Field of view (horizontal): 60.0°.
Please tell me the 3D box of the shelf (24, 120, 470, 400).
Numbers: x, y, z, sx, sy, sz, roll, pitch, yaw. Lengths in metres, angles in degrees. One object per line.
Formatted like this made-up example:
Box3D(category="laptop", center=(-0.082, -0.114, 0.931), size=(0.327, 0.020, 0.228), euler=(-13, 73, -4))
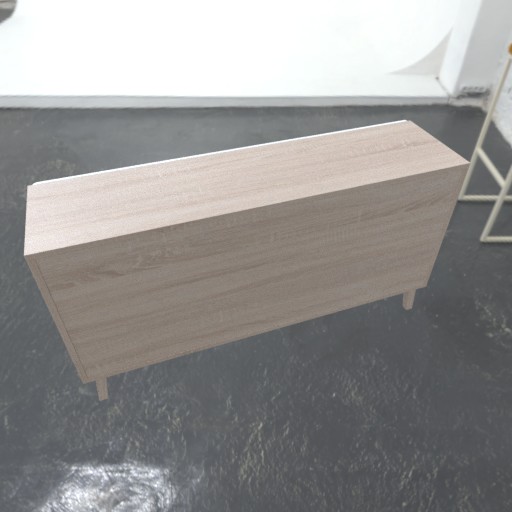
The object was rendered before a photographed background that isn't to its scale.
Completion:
Box3D(category="shelf", center=(0.000, 0.000, 1.798), size=(1.490, 0.780, 0.400), euler=(-13, 43, -15))
